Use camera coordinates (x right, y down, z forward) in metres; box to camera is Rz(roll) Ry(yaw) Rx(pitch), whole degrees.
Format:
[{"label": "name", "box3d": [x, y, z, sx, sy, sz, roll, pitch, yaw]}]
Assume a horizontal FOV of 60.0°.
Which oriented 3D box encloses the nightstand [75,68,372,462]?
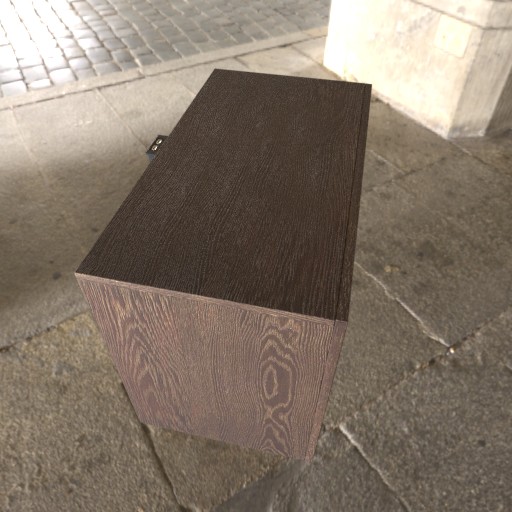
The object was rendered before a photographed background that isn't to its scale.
[{"label": "nightstand", "box3d": [0.000, 0.000, 1.146, 0.457, 0.612, 0.775, 9, 47, 9]}]
